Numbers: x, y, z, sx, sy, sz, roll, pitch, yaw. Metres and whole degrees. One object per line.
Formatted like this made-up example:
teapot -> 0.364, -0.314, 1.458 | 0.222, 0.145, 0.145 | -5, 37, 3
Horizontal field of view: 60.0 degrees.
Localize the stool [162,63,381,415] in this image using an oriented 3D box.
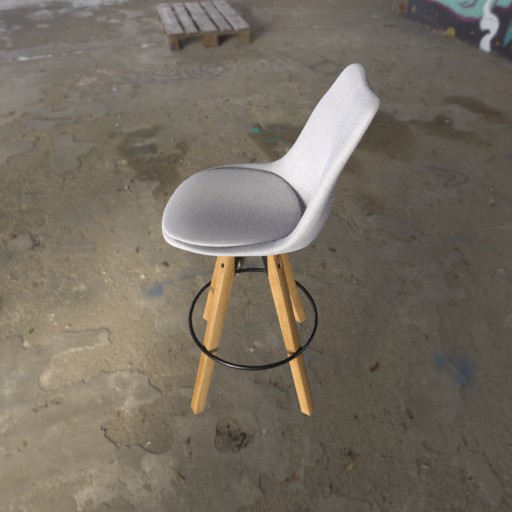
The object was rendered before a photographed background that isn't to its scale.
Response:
stool -> 0.000, 0.000, 1.412 | 0.550, 1.115, 0.484 | 0, 41, 1
